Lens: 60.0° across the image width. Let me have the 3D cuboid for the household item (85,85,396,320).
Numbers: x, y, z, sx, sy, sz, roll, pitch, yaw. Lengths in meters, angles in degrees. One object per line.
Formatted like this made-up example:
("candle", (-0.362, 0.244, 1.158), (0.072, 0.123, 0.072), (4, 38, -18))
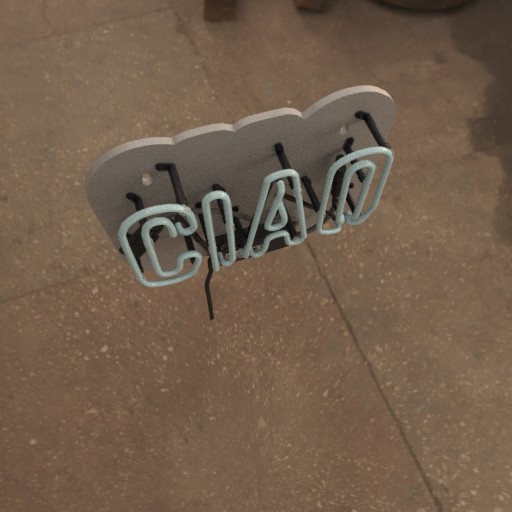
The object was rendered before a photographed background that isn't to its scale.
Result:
("household item", (0.000, 0.000, 0.384), (0.211, 0.294, 0.042), (-16, 64, -8))
